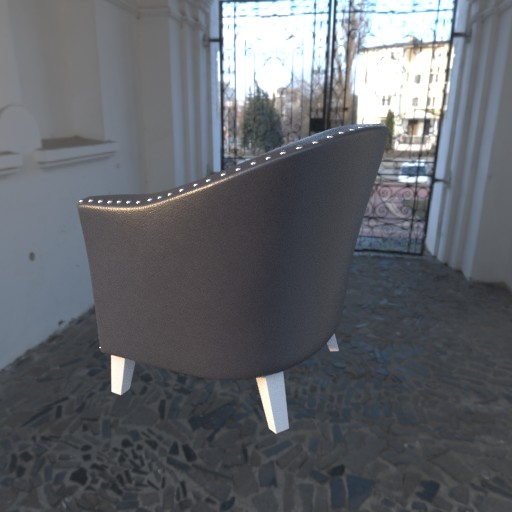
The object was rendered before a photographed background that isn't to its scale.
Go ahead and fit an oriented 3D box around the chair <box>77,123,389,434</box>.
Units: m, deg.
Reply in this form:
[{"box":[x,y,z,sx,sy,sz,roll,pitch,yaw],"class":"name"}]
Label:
[{"box":[0.000,0.000,1.431,0.748,0.823,0.794,8,19,25],"class":"chair"}]
